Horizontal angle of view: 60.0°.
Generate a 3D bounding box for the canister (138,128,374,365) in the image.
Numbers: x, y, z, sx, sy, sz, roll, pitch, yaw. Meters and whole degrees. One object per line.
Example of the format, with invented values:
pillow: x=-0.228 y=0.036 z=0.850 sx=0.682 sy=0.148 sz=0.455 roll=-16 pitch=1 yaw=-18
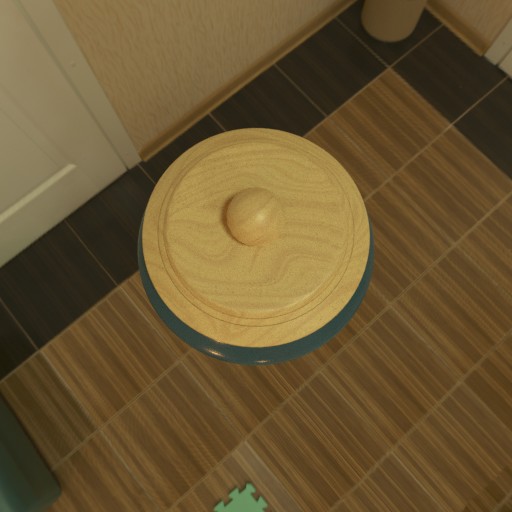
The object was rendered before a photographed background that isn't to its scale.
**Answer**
canister: x=0.000 y=0.000 z=0.271 sx=0.130 sy=0.176 sz=0.130 roll=0 pitch=77 yaw=0
